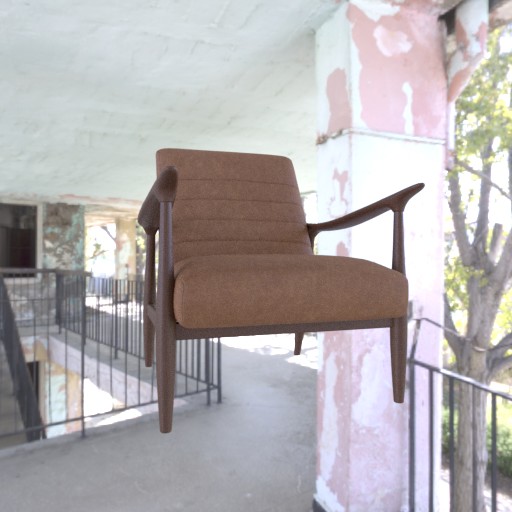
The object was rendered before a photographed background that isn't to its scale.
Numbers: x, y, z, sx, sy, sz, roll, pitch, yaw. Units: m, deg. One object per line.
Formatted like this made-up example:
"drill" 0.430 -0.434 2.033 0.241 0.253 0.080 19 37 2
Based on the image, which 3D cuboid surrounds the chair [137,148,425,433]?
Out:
"chair" 0.000 0.000 1.436 0.741 0.832 0.798 0 0 -19
